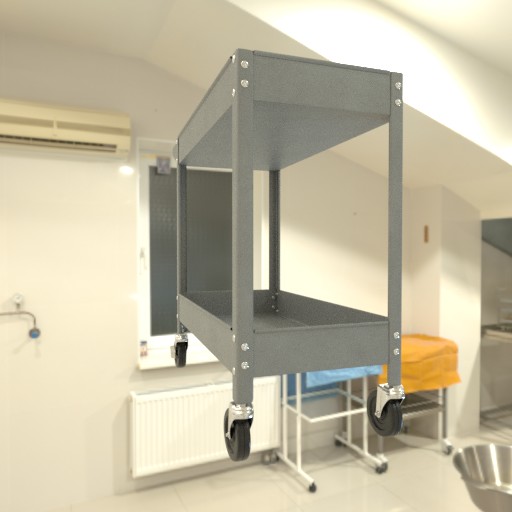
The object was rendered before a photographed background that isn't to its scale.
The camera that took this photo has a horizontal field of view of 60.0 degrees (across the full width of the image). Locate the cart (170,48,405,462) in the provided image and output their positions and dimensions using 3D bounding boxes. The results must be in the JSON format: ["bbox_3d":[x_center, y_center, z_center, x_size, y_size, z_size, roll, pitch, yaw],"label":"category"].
[{"bbox_3d":[0.000,0.000,1.163,0.366,0.719,0.779,0,1,-19],"label":"cart"}]
